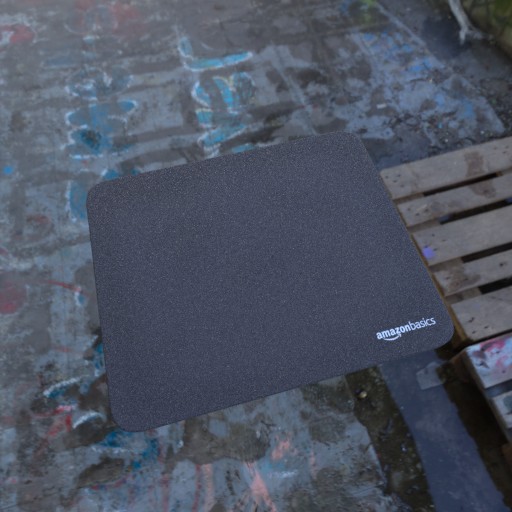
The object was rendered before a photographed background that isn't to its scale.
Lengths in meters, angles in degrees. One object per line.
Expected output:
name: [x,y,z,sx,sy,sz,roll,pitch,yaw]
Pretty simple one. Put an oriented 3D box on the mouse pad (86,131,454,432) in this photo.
mouse pad: [0.000,0.000,0.350,0.249,0.002,0.211,-14,63,-7]
